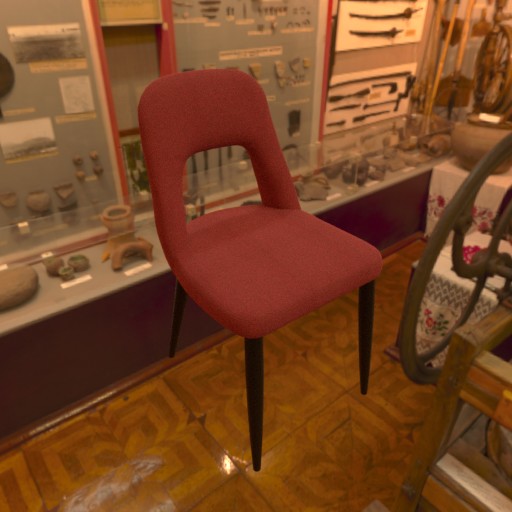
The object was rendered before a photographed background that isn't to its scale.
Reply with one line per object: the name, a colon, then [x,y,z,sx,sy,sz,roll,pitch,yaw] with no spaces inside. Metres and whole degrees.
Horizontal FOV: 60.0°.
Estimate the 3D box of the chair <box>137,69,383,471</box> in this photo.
chair: [0.000,0.000,1.219,0.483,0.892,0.569,-21,37,-31]
